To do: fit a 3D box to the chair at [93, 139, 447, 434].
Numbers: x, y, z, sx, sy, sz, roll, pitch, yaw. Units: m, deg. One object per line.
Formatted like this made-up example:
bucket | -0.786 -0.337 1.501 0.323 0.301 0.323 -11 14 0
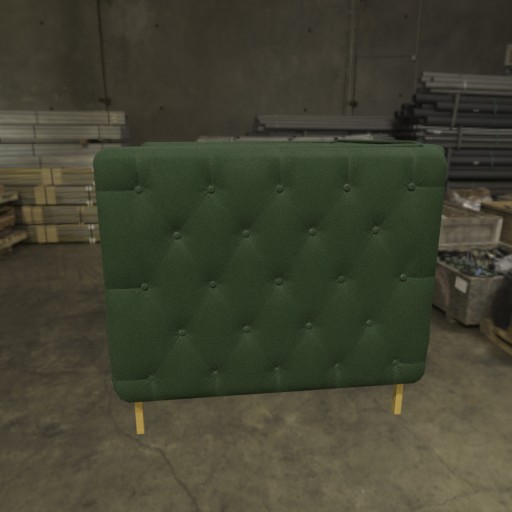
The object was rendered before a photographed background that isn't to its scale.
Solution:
chair | 0.000 0.000 1.517 0.855 0.768 0.917 -2 15 -7
